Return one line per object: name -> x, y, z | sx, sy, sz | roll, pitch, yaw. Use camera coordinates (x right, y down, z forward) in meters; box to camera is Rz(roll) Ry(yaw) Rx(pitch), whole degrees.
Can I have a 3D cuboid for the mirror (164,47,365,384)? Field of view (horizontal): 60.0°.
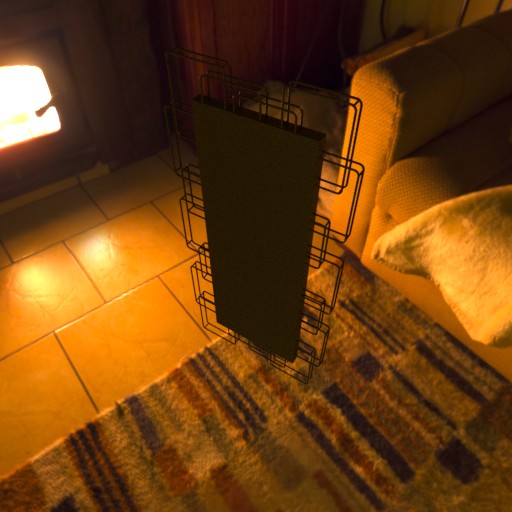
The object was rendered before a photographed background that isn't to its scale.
mirror -> 0.000, 0.000, 1.418 | 0.565, 1.192, 0.037 | 25, 52, 21
